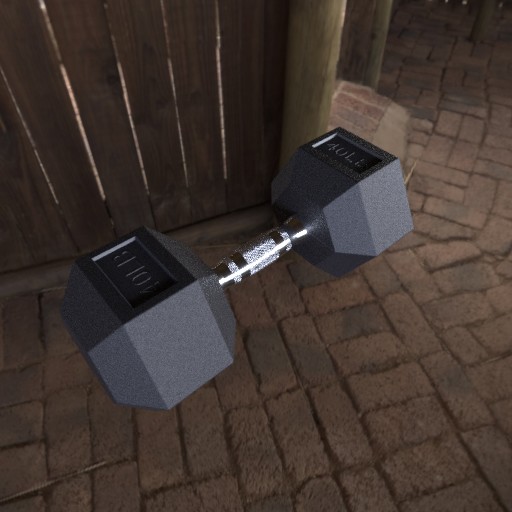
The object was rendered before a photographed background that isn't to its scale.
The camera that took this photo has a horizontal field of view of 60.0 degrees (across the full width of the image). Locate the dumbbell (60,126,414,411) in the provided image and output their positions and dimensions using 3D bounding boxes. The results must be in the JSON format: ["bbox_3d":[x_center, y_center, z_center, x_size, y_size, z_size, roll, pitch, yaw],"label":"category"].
[{"bbox_3d":[0.000,0.000,0.442,0.361,0.137,0.157,-32,54,-27],"label":"dumbbell"}]
